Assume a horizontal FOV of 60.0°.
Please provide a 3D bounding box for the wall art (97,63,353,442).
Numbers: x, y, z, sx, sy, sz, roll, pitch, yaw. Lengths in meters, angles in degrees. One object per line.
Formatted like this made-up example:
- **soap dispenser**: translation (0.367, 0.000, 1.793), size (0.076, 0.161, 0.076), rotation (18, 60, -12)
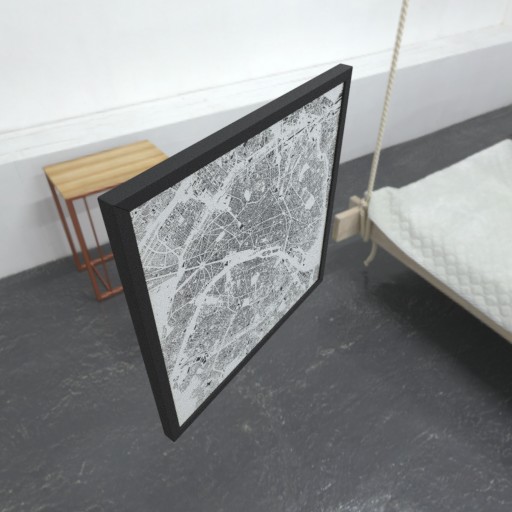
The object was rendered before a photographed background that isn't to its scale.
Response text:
- **wall art**: translation (0.000, 0.000, 1.154), size (0.037, 0.763, 0.763), rotation (27, 48, 27)
